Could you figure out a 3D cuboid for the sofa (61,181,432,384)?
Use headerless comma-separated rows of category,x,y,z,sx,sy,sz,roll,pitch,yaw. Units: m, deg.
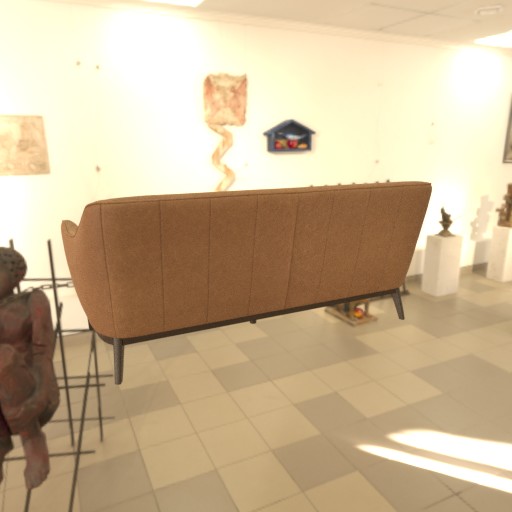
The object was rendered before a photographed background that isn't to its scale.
sofa,0.000,0.000,2.465,1.928,0.830,0.869,-7,16,-25
